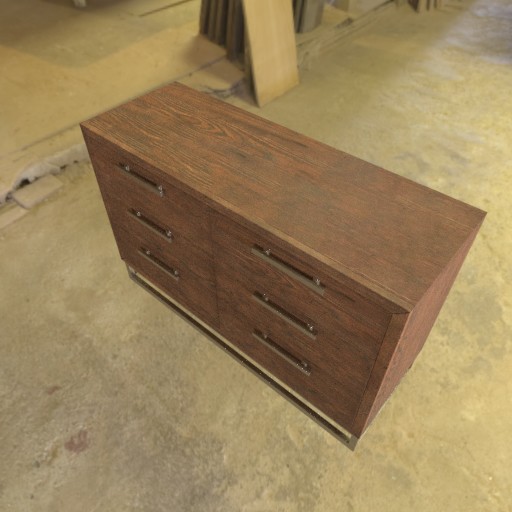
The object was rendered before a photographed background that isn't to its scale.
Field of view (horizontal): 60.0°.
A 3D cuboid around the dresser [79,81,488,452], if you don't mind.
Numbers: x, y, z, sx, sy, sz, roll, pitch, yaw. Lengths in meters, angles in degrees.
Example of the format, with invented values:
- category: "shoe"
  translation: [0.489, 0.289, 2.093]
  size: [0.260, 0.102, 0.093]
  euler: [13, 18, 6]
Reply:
- category: "dresser"
  translation: [0.000, 0.000, 2.168]
  size: [1.646, 1.061, 0.623]
  euler: [32, 53, 27]
